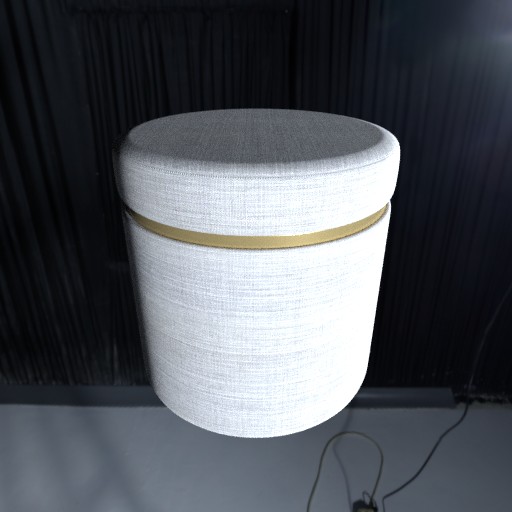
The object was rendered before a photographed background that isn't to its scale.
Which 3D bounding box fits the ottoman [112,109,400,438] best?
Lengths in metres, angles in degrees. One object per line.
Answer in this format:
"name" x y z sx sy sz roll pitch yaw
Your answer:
"ottoman" 0.000 0.000 0.722 0.400 0.406 0.400 0 27 0
